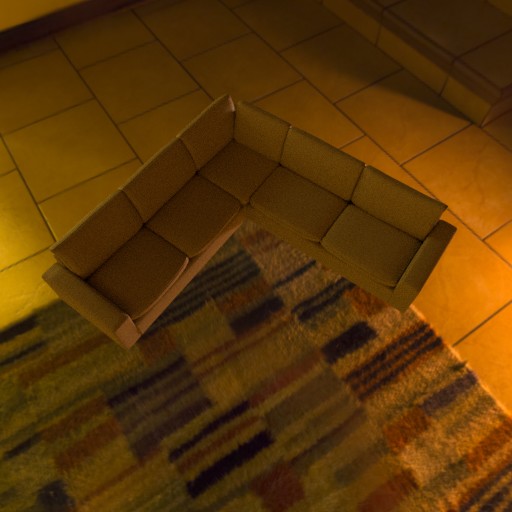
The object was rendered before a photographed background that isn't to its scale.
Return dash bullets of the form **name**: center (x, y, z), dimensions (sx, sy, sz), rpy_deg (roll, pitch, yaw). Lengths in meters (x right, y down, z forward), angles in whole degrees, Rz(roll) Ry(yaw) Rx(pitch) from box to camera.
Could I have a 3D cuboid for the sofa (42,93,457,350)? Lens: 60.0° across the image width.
- **sofa**: center (0.000, 0.000, 4.056), dimensions (2.742, 0.800, 2.622), rpy_deg (32, 65, 17)
